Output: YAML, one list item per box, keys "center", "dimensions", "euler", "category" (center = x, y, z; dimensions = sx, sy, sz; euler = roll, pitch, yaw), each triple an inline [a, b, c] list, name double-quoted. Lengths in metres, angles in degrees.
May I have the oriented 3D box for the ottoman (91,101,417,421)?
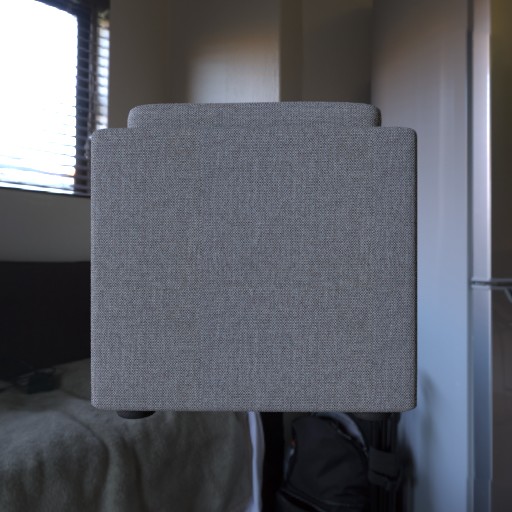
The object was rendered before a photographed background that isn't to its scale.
- center: [0.000, 0.000, 0.819]
  dimensions: [0.450, 0.460, 0.450]
  euler: [0, 0, 1]
  category: "ottoman"
